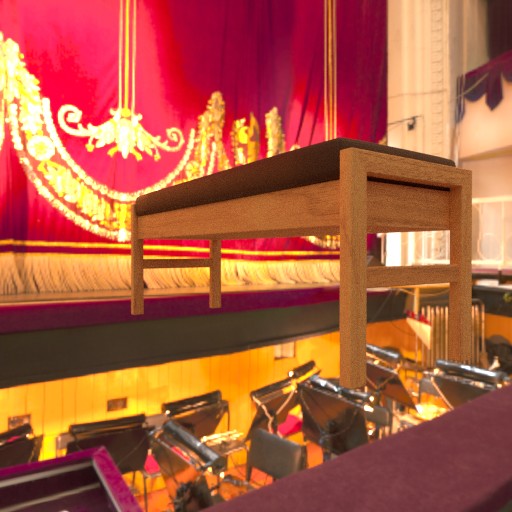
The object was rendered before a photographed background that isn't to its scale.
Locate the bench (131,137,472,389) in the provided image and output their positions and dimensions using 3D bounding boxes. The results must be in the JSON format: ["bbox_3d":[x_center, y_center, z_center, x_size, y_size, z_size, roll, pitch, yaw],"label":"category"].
[{"bbox_3d":[0.000,0.000,1.420,0.405,0.480,1.200,0,1,-35],"label":"bench"}]
